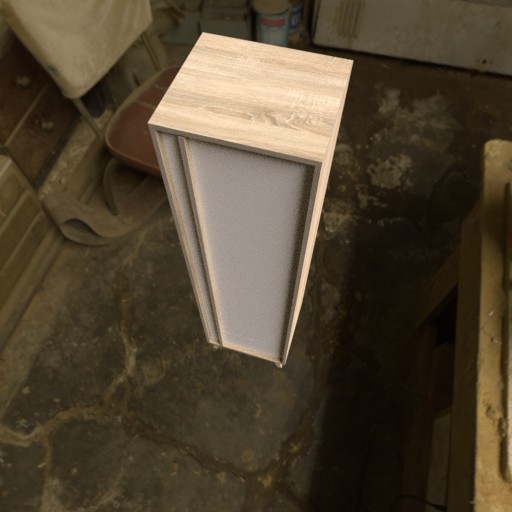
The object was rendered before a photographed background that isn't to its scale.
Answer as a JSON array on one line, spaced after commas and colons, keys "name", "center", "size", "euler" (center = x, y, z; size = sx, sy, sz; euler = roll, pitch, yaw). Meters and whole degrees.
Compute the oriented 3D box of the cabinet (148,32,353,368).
[{"name": "cabinet", "center": [0.000, 0.000, 2.179], "size": [0.510, 1.960, 0.450], "euler": [15, 60, 9]}]
